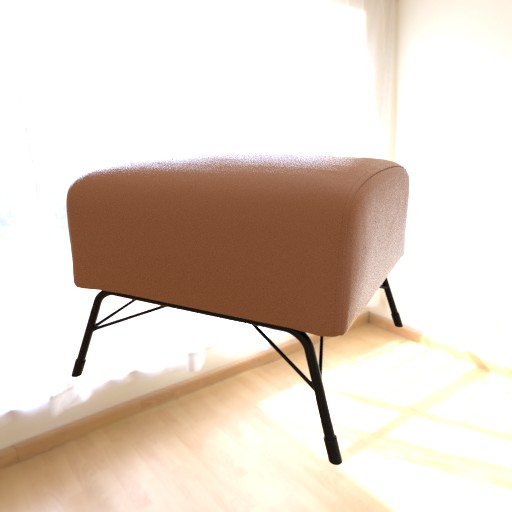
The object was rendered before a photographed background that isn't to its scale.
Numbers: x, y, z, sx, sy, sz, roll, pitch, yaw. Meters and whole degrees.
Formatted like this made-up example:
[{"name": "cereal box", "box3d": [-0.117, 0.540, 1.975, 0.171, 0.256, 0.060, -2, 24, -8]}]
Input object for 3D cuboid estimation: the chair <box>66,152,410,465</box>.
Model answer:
[{"name": "chair", "box3d": [0.000, 0.000, 0.903, 0.530, 0.410, 0.530, 8, 17, 26]}]
